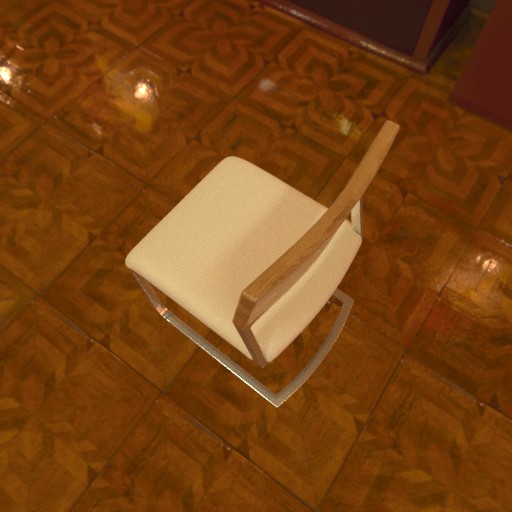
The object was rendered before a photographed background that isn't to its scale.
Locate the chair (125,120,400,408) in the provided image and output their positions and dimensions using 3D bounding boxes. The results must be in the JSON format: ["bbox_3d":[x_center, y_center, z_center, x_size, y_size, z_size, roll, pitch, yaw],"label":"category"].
[{"bbox_3d":[0.000,0.000,1.205,0.585,0.844,0.467,35,69,16],"label":"chair"}]
